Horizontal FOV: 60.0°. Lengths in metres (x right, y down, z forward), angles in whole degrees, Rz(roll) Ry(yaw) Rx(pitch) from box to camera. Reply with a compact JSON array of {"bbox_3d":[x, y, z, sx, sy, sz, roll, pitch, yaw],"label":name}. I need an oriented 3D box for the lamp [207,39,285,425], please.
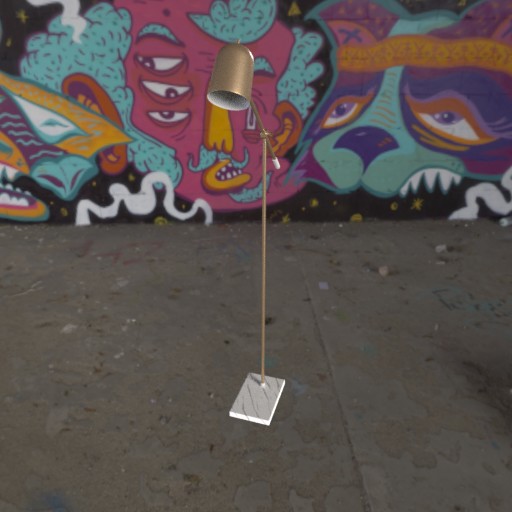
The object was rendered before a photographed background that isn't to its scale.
[{"bbox_3d":[0.000,0.000,1.820,0.194,1.594,0.653,8,26,16],"label":"lamp"}]
